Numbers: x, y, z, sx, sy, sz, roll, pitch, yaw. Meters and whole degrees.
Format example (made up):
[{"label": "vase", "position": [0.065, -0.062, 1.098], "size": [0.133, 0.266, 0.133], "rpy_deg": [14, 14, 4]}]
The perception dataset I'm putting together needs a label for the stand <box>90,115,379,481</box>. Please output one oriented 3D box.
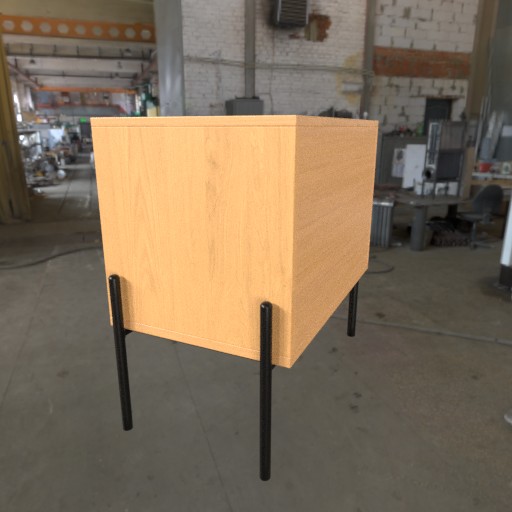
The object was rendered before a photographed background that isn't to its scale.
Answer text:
[{"label": "stand", "position": [0.000, 0.000, 1.019], "size": [0.400, 0.600, 0.630], "rpy_deg": [8, 18, 24]}]
